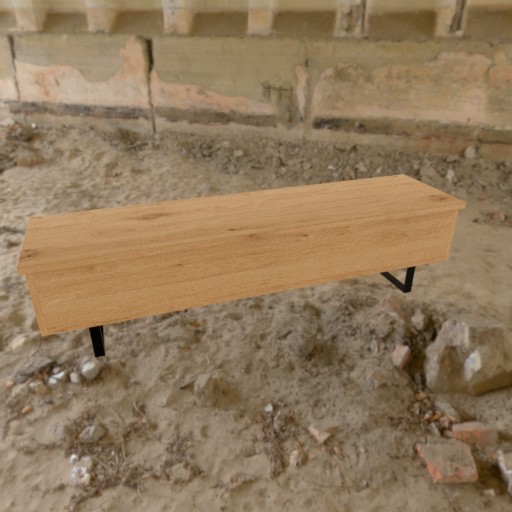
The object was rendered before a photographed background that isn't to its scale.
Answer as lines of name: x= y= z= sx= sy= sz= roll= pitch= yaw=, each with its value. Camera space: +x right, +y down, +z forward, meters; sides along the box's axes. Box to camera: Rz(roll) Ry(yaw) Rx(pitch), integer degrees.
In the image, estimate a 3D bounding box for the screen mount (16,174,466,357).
screen mount: x=0.000 y=0.000 z=1.881 sx=1.700 sy=0.430 sz=0.450 roll=-9 pitch=29 yaw=-17
